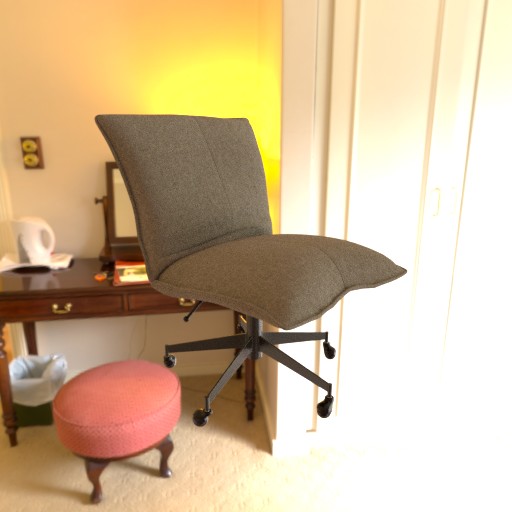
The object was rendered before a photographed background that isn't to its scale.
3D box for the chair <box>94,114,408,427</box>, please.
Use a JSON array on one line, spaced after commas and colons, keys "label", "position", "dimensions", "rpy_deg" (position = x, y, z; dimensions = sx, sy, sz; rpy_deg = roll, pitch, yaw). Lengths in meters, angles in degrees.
[{"label": "chair", "position": [0.000, 0.000, 1.299], "dimensions": [0.696, 0.811, 0.597], "rpy_deg": [14, 21, 42]}]
